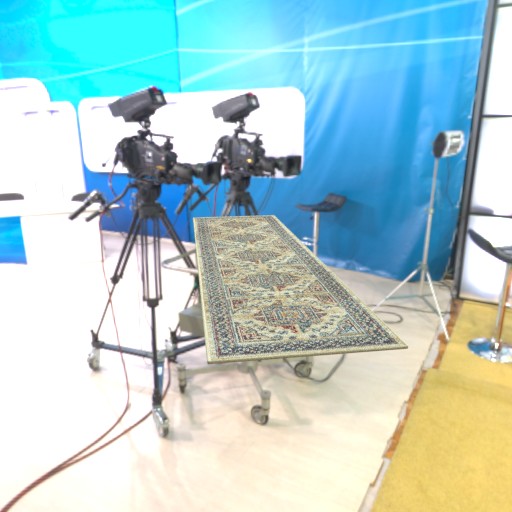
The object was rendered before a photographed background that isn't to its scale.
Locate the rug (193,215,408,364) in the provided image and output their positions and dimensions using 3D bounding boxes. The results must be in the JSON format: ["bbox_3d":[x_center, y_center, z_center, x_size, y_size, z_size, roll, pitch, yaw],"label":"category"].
[{"bbox_3d":[0.000,0.000,2.500,0.661,0.013,2.297,-2,16,-8],"label":"rug"}]
